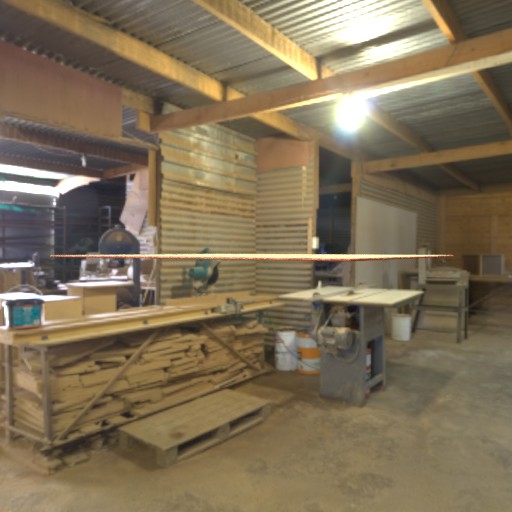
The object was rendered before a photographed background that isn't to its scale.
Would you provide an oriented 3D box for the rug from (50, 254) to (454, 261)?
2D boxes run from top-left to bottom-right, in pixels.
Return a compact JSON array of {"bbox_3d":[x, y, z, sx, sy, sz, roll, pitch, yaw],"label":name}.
[{"bbox_3d":[0.000,0.000,4.278,3.050,0.016,2.441,0,1,36],"label":"rug"}]
